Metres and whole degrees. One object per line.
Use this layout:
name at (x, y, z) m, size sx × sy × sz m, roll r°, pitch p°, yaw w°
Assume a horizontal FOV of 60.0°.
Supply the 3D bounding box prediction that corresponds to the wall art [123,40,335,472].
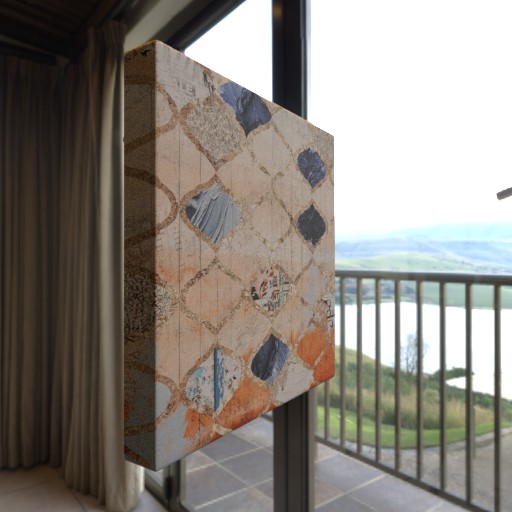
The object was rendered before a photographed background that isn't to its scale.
wall art at (0.000, 0.000, 0.444) m, size 0.036 × 0.304 × 0.303 m, roll 0°, pitch 0°, yaw 34°
